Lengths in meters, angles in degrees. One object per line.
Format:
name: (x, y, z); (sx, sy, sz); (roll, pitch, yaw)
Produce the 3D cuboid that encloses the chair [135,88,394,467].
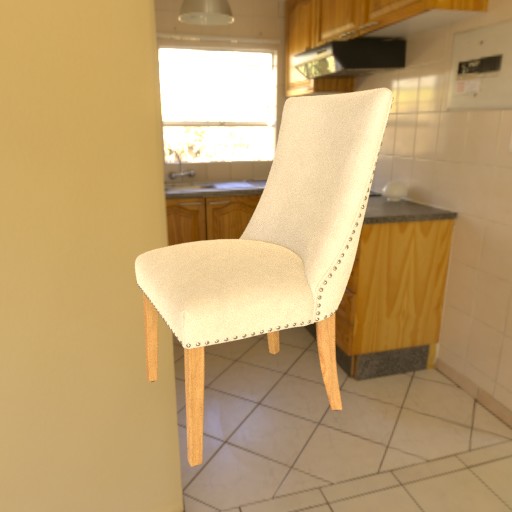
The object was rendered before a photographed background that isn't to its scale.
chair: (0.000, 0.000, 1.281); (0.610, 0.902, 0.495); (-8, 18, -26)
